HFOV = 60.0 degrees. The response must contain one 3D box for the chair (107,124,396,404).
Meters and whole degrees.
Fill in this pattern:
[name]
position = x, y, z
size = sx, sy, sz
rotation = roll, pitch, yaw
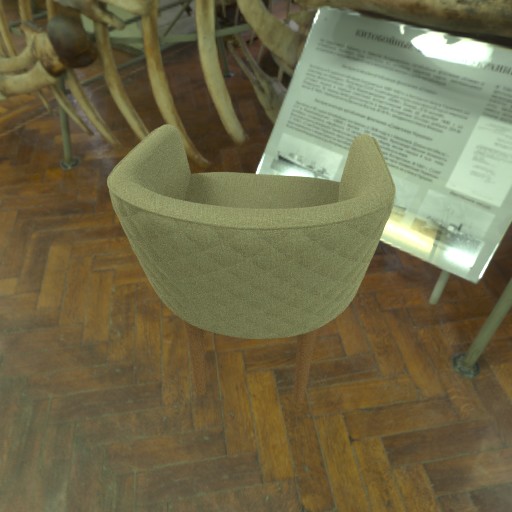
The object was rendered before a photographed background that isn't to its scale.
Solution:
[chair]
position = 0.000, 0.000, 1.180
size = 0.584, 0.775, 0.616
rotation = 4, 46, 4
